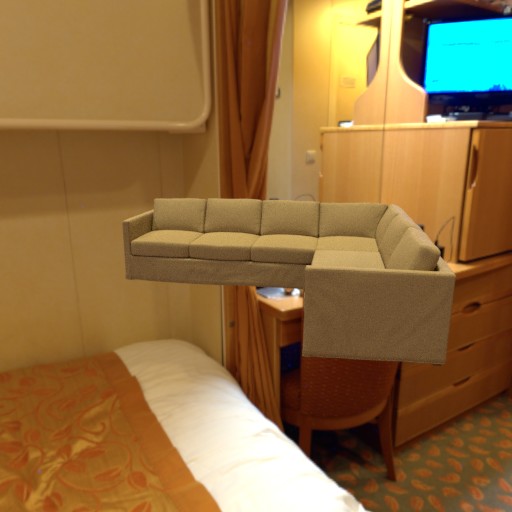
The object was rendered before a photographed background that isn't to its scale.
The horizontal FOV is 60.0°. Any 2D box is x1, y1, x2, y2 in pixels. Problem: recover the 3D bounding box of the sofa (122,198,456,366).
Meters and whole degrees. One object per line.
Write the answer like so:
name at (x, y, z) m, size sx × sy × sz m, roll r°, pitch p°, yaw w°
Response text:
sofa at (0.000, 0.000, 4.440) m, size 3.182 × 0.871 × 2.432 m, roll 3°, pitch 15°, yaw 10°
